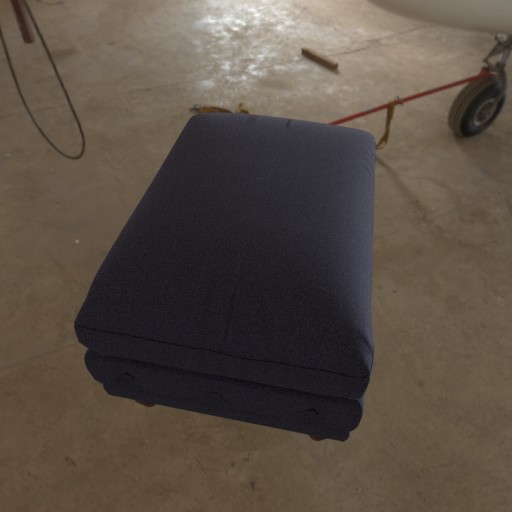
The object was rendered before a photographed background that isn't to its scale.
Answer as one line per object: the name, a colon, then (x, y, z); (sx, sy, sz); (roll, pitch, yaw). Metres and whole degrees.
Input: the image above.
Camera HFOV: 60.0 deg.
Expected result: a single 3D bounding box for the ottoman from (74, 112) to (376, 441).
ottoman: (0.000, 0.000, 1.119); (0.558, 0.486, 0.767); (8, 46, 8)
